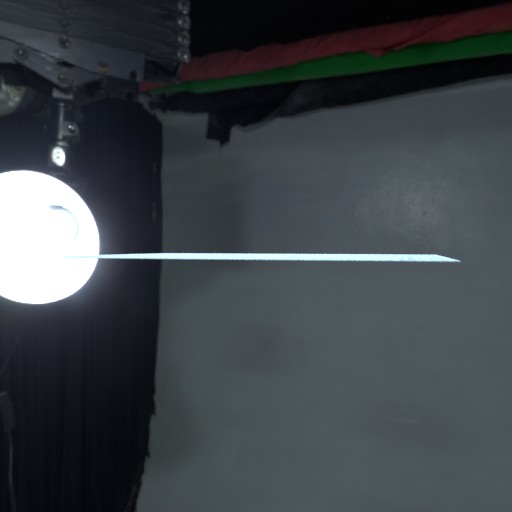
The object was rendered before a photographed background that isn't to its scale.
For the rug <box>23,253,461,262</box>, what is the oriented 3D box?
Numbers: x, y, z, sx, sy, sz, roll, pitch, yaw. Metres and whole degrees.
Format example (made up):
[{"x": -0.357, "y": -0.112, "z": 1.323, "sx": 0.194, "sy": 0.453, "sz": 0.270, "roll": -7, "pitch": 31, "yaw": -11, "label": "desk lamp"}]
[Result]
[{"x": 0.000, "y": 0.000, "z": 3.683, "sx": 2.895, "sy": 0.006, "sz": 1.982, "roll": 0, "pitch": 1, "yaw": 19, "label": "rug"}]
